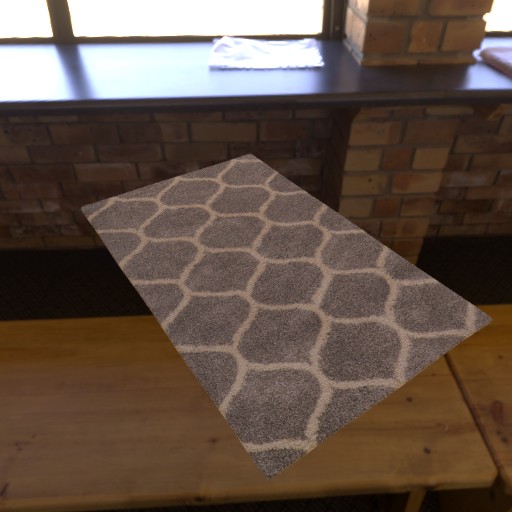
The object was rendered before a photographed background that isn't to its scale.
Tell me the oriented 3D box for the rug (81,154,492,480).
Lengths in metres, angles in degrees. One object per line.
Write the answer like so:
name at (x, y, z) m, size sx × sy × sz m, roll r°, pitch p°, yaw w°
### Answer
rug at (0.000, 0.000, 2.811) m, size 1.501 × 0.025 × 2.348 m, roll -24°, pitch 45°, yaw -26°
